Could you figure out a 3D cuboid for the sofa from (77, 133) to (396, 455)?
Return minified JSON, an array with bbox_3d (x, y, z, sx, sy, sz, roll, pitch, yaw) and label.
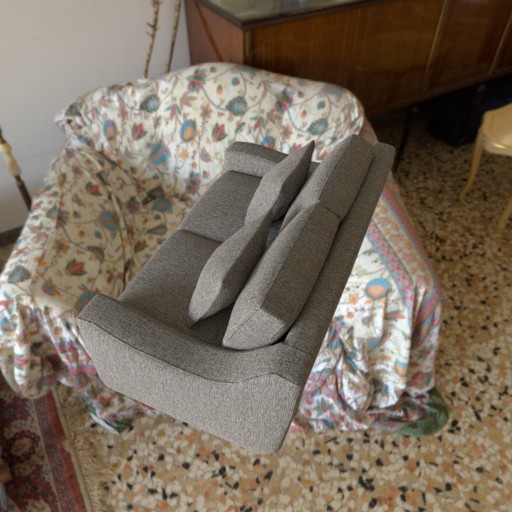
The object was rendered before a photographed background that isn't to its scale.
[{"bbox_3d":[0.000,0.000,2.519,1.120,0.991,1.778,17,48,17],"label":"sofa"}]
